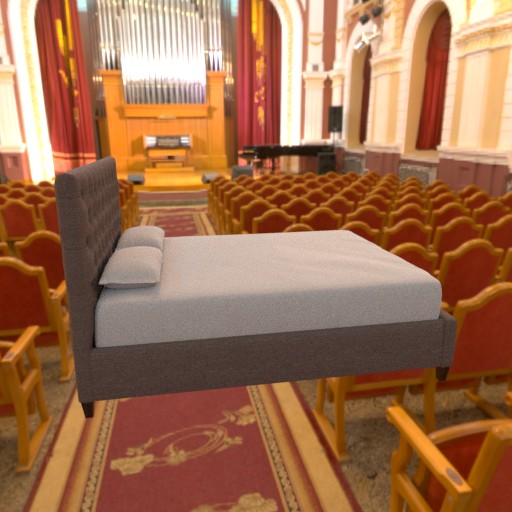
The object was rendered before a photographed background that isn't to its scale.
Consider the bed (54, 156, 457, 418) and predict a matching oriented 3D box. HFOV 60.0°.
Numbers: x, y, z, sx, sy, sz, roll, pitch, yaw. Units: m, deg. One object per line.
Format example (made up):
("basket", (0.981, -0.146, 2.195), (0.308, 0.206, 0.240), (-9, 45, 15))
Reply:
("bed", (0.000, 0.000, 3.390), (2.387, 1.427, 1.698), (-3, 16, -10))
